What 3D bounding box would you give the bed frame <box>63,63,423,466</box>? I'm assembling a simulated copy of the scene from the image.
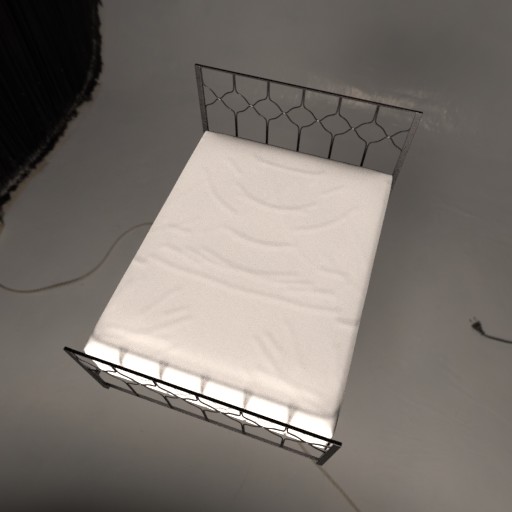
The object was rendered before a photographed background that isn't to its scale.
[{"bbox_3d":[0.000,0.000,3.018,1.597,1.222,2.063,16,60,10],"label":"bed frame"}]
